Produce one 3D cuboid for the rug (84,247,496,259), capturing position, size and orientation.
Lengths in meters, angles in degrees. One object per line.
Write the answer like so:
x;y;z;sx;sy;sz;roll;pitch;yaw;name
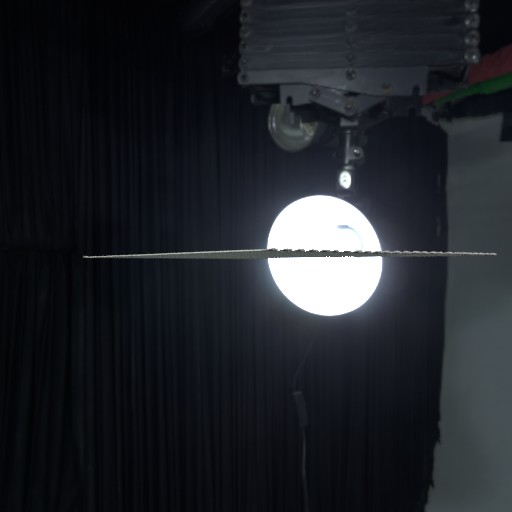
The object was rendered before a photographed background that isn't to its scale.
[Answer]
0.000;0.000;3.750;2.030;0.017;3.040;1;-1;-36;rug
